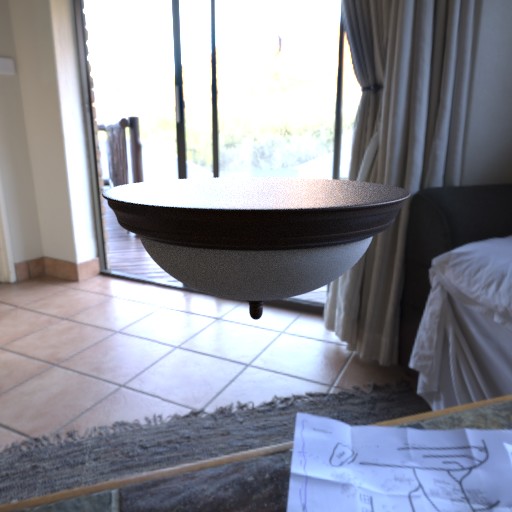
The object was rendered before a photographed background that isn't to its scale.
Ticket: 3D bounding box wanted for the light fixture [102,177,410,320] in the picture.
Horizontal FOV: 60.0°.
[{"bbox_3d":[0.000,0.000,0.441,0.280,0.135,0.280,0,14,0],"label":"light fixture"}]
